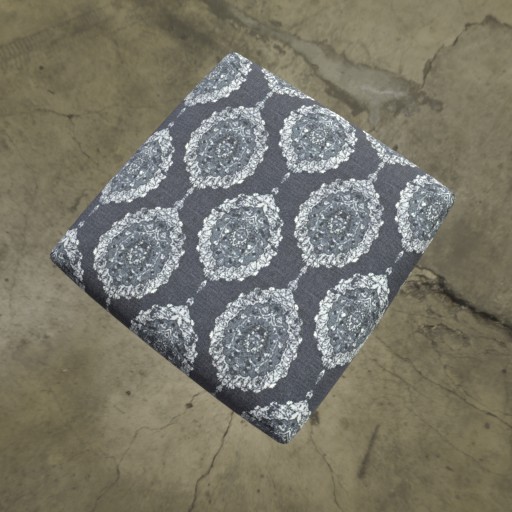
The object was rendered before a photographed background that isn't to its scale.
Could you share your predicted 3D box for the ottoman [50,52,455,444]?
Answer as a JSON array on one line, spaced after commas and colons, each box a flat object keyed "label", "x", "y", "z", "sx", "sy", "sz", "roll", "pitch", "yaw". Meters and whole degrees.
[{"label": "ottoman", "x": 0.000, "y": 0.000, "z": 0.913, "sx": 0.497, "sy": 0.475, "sz": 0.507, "roll": 36, "pitch": 78, "yaw": 9}]
